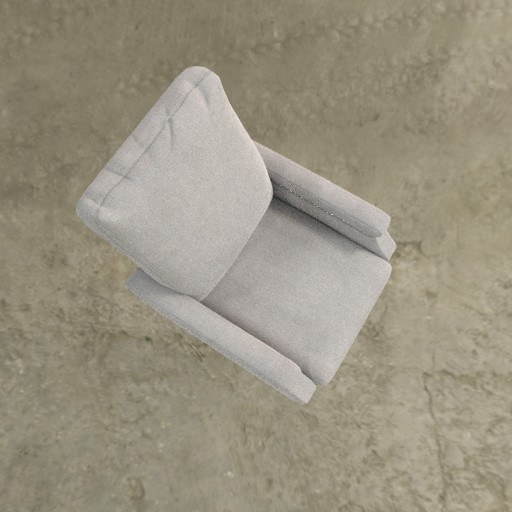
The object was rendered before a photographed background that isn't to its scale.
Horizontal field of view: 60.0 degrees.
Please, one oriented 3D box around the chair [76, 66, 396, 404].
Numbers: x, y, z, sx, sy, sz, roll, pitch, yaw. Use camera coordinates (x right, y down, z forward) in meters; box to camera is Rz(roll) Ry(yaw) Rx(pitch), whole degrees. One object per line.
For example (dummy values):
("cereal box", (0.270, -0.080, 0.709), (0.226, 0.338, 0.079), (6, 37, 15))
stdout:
("chair", (0.000, 0.000, 1.619), (0.922, 1.049, 0.710), (31, 76, 9))
